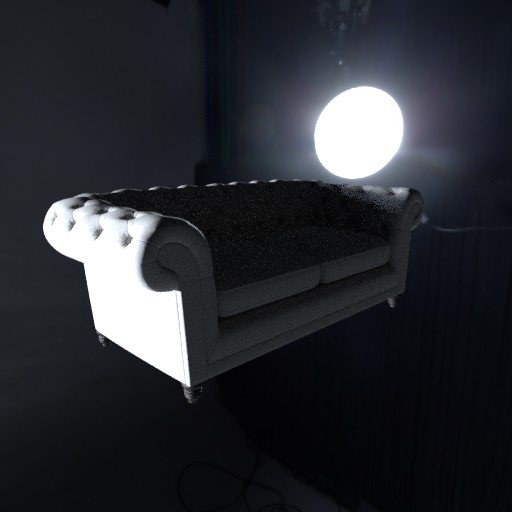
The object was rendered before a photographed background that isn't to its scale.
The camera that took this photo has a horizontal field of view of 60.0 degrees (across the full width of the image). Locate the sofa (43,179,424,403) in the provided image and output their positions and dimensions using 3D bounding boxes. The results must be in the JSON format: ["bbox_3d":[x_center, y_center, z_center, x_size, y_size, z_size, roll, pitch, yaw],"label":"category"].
[{"bbox_3d":[0.000,0.000,2.460,1.998,0.764,0.986,-13,18,-43],"label":"sofa"}]
